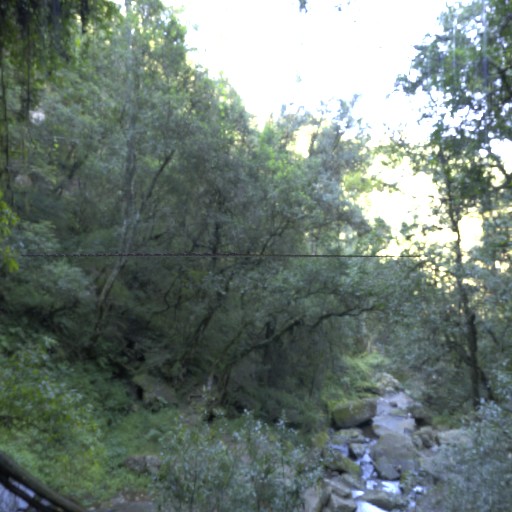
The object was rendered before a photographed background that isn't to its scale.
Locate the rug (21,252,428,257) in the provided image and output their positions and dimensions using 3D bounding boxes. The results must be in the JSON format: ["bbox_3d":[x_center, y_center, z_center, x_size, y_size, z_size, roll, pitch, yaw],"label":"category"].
[{"bbox_3d":[0.000,0.000,3.815,2.030,0.017,3.040,0,0,37],"label":"rug"}]
